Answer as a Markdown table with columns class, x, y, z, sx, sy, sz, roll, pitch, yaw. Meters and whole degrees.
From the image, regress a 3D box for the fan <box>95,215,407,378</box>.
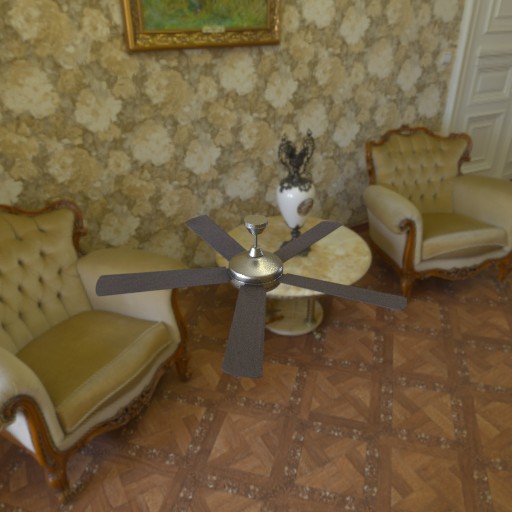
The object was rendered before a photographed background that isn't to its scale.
| class | x | y | z | sx | sy | sz | roll | pitch | yaw |
| --- | --- | --- | --- | --- | --- | --- | --- | --- | --- |
| fan | 0.000 | 0.000 | 1.992 | 1.321 | 0.356 | 1.321 | 7 | 29 | 12 |
